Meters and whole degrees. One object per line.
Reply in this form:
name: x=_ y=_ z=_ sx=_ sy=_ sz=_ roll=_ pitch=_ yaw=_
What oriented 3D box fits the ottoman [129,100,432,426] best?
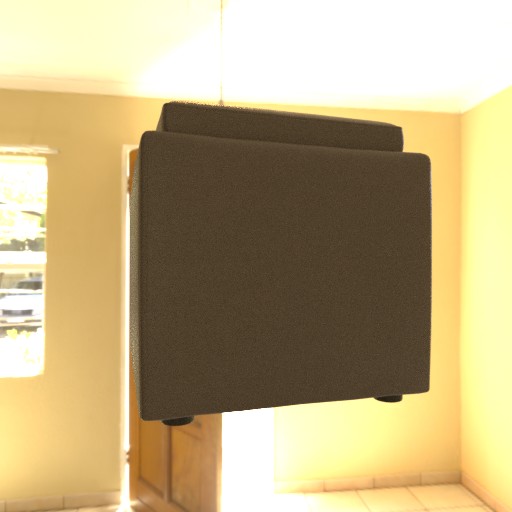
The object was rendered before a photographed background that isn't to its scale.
ottoman: x=0.000 y=0.000 z=0.827 sx=0.450 sy=0.460 sz=0.451 roll=0 pitch=-1 yaw=-17
